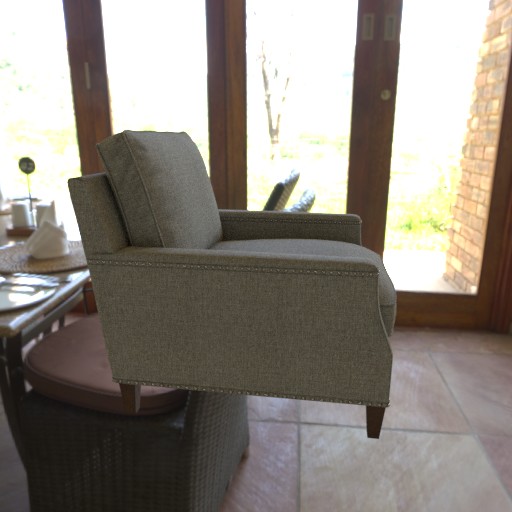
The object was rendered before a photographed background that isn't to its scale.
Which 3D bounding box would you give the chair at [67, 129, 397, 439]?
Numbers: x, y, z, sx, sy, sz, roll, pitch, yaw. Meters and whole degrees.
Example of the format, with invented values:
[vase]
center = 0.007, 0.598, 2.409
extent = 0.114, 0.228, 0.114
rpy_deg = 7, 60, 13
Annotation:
[chair]
center = 0.000, 0.000, 1.726
extent = 1.014, 0.943, 0.853
rpy_deg = 2, 16, 9
